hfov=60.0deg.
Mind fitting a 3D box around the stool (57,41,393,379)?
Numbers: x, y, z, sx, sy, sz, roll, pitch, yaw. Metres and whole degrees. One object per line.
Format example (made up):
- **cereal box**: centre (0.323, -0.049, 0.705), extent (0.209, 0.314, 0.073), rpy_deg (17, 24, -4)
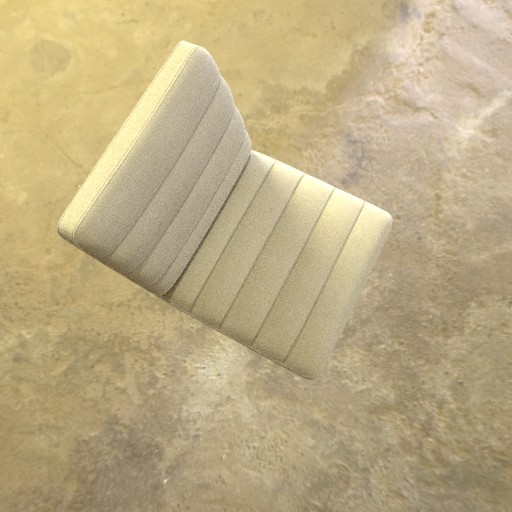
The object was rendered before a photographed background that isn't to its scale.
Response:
- **stool**: centre (0.000, 0.000, 1.223), extent (0.560, 0.940, 0.460), rpy_deg (28, 78, 6)
